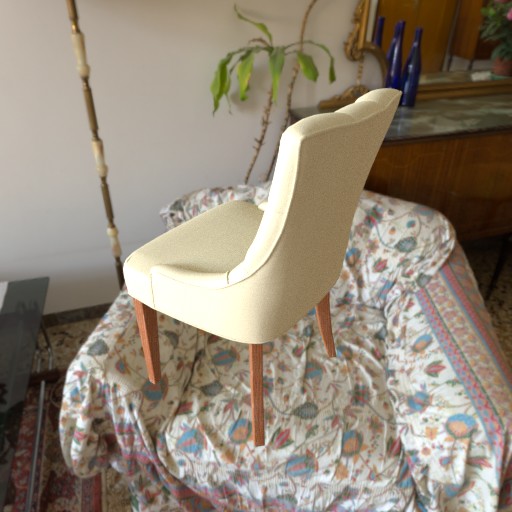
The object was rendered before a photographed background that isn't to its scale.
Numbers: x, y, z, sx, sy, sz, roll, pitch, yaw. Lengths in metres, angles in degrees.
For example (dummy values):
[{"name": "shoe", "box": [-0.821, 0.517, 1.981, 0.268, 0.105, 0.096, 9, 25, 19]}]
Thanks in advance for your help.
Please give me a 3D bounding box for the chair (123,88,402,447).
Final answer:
[{"name": "chair", "box": [0.000, 0.000, 1.211, 0.565, 0.874, 0.509, 21, 38, 30]}]
